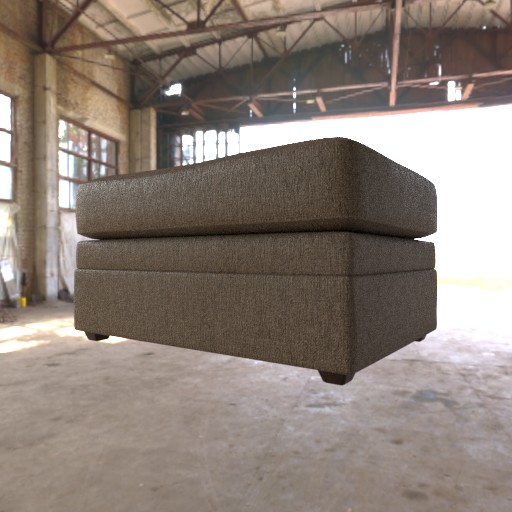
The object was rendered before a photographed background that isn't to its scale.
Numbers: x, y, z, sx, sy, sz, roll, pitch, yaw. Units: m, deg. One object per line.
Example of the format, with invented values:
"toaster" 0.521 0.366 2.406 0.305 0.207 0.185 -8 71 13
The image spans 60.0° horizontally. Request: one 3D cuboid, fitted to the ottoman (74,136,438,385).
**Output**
"ottoman" 0.000 0.000 1.260 0.885 0.478 0.637 0 0 35
